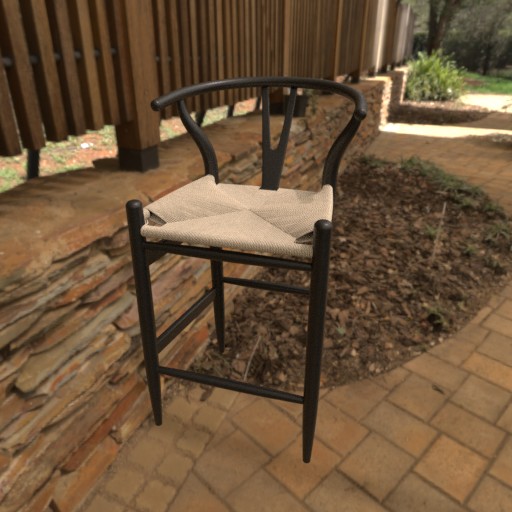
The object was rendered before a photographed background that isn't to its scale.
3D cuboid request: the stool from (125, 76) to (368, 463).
[{"bbox_3d":[0.000,0.000,1.337,0.569,0.970,0.579,8,27,15],"label":"stool"}]
